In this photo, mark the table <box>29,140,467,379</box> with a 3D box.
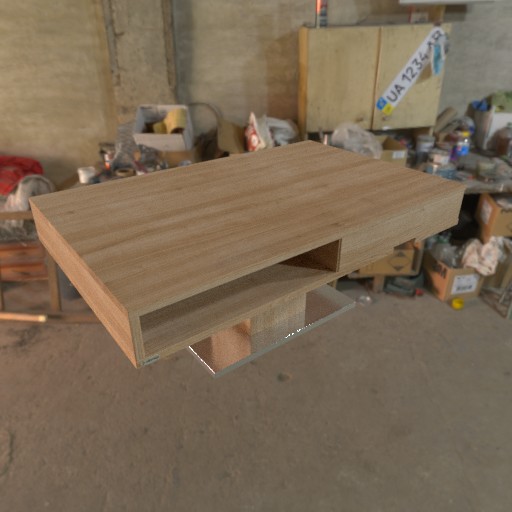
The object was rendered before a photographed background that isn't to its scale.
[{"bbox_3d":[0.000,0.000,1.419,1.100,0.440,0.700,-20,34,-32],"label":"table"}]
